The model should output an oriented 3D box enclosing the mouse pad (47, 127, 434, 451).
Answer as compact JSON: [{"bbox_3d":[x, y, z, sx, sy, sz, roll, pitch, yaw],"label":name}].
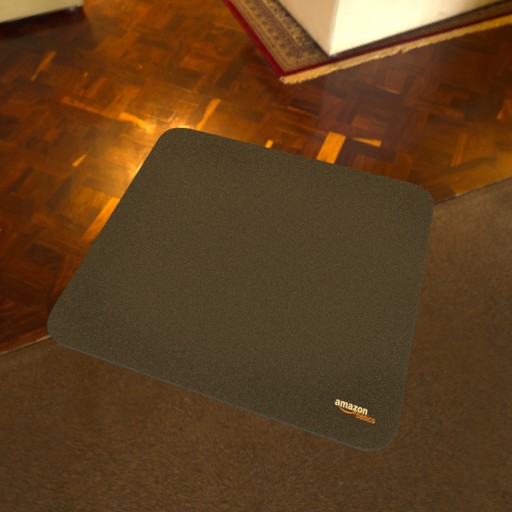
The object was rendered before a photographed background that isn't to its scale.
[{"bbox_3d":[0.000,0.000,0.315,0.229,0.003,0.203,16,60,9],"label":"mouse pad"}]
